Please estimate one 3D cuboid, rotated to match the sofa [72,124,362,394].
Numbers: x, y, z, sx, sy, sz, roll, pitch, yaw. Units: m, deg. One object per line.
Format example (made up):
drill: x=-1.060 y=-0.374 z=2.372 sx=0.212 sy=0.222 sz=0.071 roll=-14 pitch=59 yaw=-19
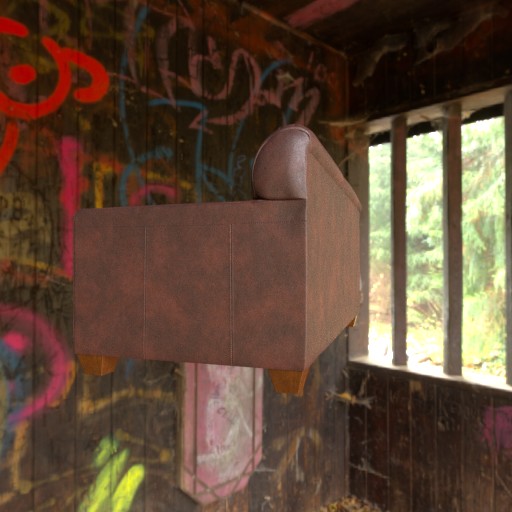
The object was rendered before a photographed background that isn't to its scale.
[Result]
sofa: x=0.000 y=0.000 z=2.468 sx=1.000 sy=0.966 sz=1.856 roll=0 pitch=-1 yaw=18
